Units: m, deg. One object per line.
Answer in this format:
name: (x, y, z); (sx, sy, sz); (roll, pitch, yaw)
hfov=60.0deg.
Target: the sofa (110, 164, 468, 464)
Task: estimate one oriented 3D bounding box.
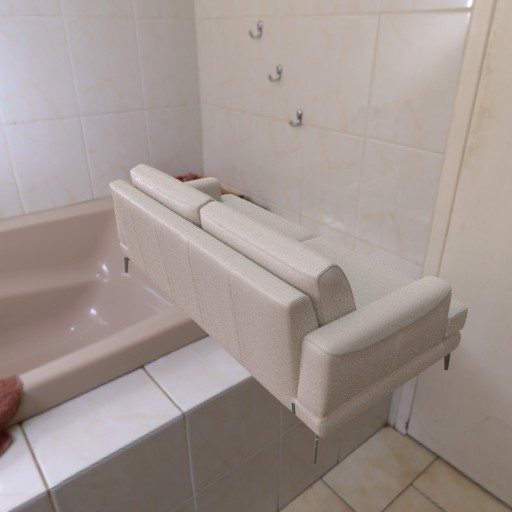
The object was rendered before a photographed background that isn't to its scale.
sofa: (0.000, 0.000, 2.409); (0.974, 0.765, 1.940); (-19, 32, -32)
